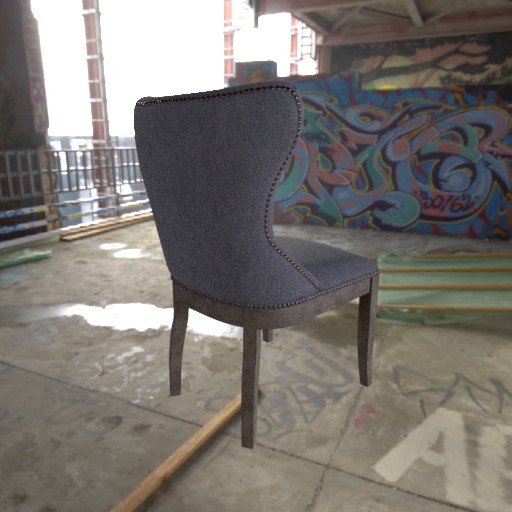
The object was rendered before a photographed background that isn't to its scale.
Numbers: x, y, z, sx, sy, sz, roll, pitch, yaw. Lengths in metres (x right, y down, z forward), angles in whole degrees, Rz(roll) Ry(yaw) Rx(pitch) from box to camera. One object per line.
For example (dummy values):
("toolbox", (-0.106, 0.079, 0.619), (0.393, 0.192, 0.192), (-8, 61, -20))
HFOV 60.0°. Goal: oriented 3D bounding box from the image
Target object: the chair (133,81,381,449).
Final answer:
("chair", (0.000, 0.000, 1.459), (0.681, 1.002, 0.654), (-14, 21, -43))
